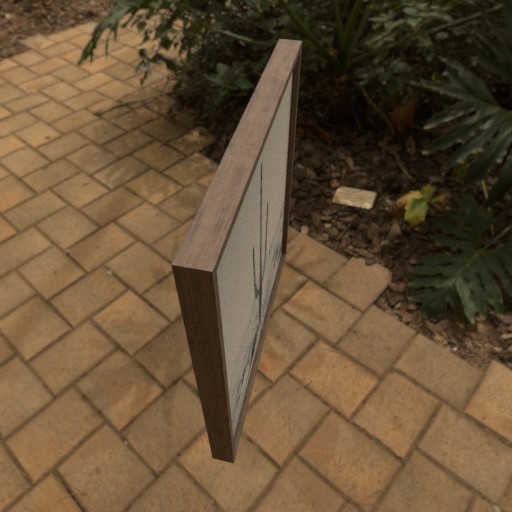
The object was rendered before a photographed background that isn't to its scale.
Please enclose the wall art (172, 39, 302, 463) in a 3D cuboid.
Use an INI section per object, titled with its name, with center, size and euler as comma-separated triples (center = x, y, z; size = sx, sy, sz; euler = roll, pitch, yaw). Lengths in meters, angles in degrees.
[wall art]
center = 0.000, 0.000, 0.746
size = 0.038, 0.508, 0.508
euler = 10, 48, 9
